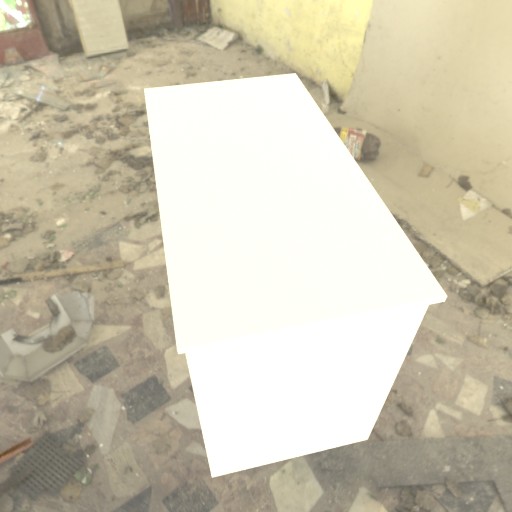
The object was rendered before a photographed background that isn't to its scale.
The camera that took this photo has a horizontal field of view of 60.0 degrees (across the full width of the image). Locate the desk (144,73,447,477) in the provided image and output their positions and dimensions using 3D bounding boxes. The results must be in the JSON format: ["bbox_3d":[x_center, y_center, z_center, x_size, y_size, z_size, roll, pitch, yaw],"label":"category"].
[{"bbox_3d":[0.000,0.000,1.510,0.560,0.735,1.097,-10,47,-9],"label":"desk"}]
